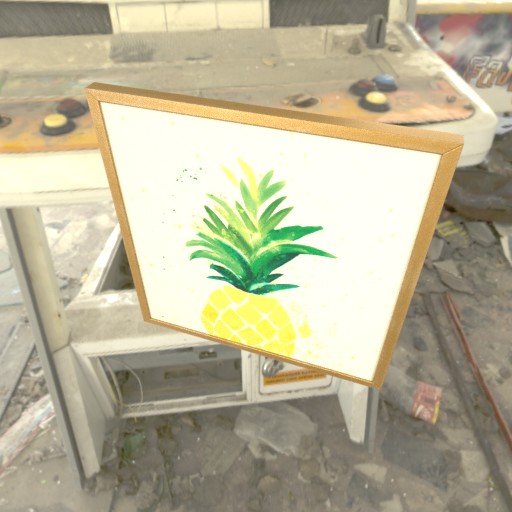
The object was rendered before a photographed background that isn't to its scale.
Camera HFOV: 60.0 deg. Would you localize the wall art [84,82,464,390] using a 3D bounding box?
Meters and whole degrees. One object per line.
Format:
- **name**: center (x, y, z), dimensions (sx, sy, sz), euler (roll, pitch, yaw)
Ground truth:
- **wall art**: center (0.000, 0.000, 1.112), dimensions (0.762, 0.760, 0.037), euler (13, 43, 14)
